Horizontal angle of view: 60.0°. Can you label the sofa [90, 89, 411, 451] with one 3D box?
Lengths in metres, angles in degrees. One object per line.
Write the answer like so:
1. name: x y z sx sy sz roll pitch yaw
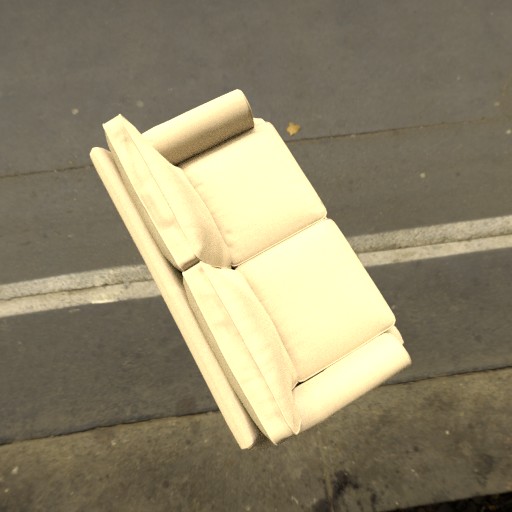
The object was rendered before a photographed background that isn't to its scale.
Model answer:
1. sofa: 0.000 0.000 2.259 0.964 0.937 1.665 -29 78 -7
